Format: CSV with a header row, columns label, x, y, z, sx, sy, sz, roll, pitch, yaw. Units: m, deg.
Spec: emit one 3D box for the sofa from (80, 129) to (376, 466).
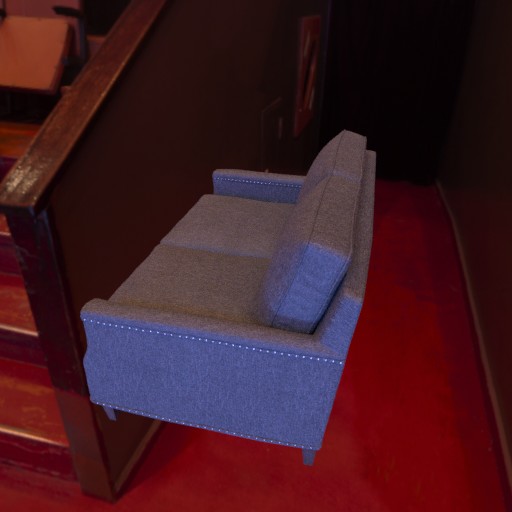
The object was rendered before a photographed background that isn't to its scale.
label,x,y,z,sx,sy,sz,roll,pitch,yaw
sofa,0.000,0.000,2.255,1.084,1.003,1.597,8,32,12
